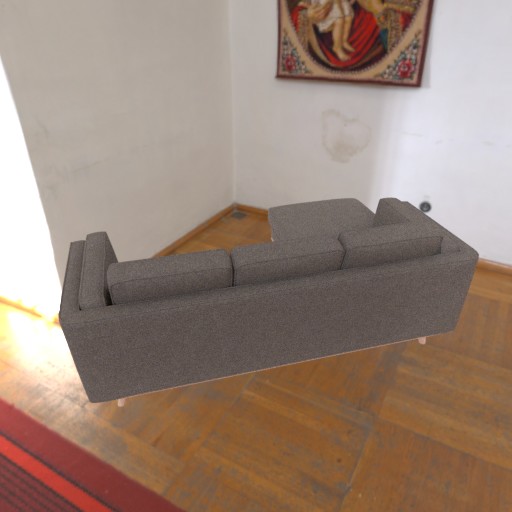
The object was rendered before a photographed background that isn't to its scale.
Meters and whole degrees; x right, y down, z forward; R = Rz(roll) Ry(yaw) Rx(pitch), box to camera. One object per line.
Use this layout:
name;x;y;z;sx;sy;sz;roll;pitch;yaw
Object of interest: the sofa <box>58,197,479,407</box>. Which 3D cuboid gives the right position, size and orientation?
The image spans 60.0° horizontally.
sofa;0.000;0.000;3.166;2.411;0.929;1.604;-8;32;-13
